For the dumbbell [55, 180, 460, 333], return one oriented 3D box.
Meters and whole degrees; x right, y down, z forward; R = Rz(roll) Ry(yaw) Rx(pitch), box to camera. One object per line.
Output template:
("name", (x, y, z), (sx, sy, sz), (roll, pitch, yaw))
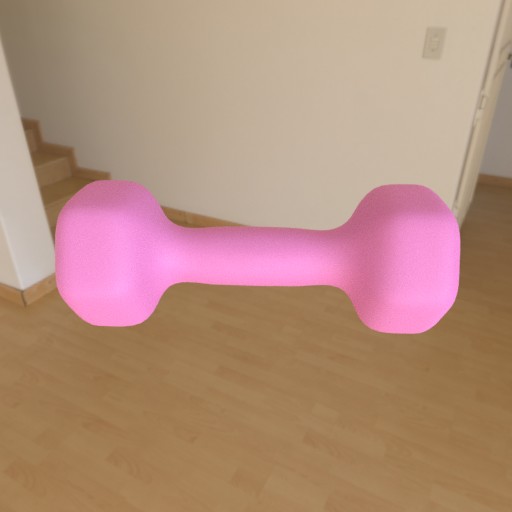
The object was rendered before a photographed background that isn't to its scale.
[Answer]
("dumbbell", (0.000, 0.000, 0.189), (0.159, 0.058, 0.064), (1, 30, 2))
